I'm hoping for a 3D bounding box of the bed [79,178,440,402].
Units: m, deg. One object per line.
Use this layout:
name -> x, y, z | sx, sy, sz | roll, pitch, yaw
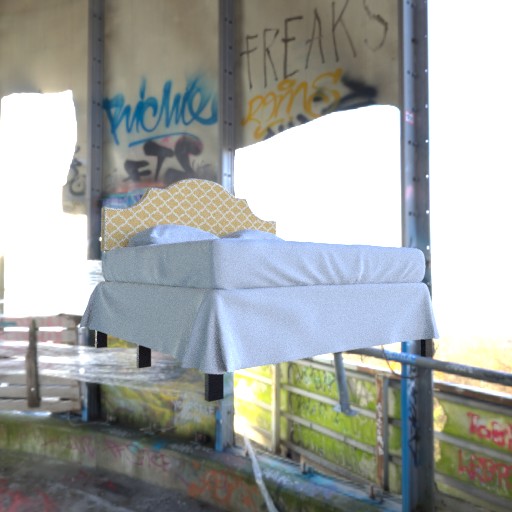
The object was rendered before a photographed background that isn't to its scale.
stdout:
bed -> 0.000, 0.000, 3.749 | 2.314, 1.601, 2.222 | 1, -2, -36
